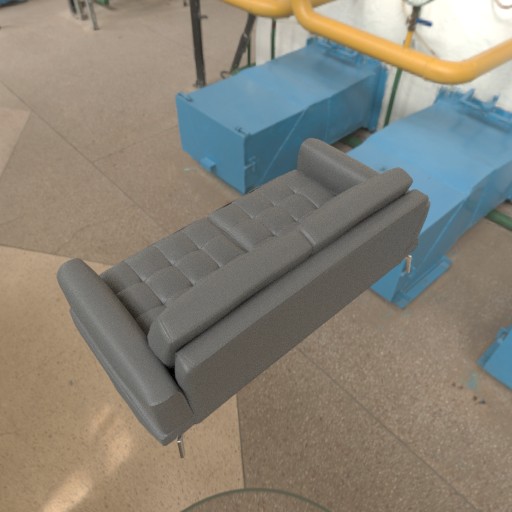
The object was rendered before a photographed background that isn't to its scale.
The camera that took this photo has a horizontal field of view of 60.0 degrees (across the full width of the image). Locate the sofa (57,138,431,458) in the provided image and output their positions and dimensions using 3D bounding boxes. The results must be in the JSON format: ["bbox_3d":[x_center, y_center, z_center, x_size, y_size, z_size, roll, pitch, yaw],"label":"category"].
[{"bbox_3d":[0.000,0.000,2.783,2.177,0.930,1.121,-32,54,-27],"label":"sofa"}]
